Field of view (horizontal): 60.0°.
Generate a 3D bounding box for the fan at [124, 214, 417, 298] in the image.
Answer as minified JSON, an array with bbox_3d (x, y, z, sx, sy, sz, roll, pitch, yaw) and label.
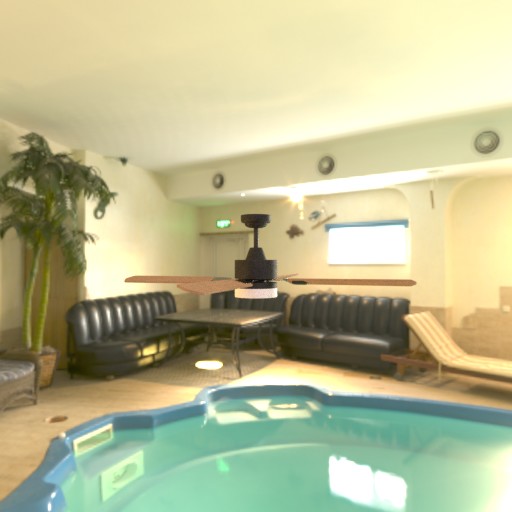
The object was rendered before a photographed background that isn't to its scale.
[{"bbox_3d":[0.000,0.000,1.938,1.320,0.355,1.320,0,-1,18],"label":"fan"}]
